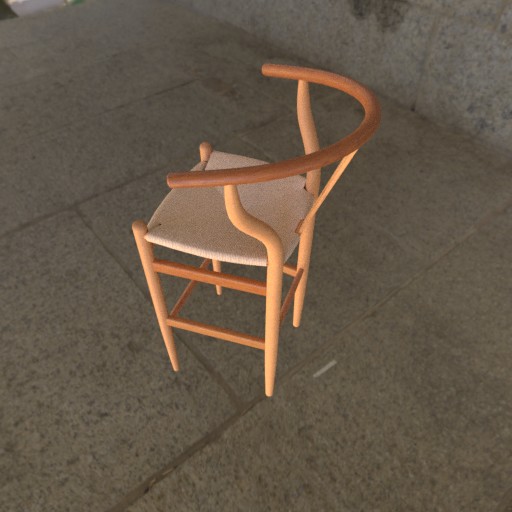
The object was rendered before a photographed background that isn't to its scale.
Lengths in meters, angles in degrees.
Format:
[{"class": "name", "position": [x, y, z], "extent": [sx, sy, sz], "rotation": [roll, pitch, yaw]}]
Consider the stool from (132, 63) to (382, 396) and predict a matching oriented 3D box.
[{"class": "stool", "position": [0.000, 0.000, 1.381], "extent": [0.561, 1.068, 0.574], "rotation": [16, 49, 14]}]
